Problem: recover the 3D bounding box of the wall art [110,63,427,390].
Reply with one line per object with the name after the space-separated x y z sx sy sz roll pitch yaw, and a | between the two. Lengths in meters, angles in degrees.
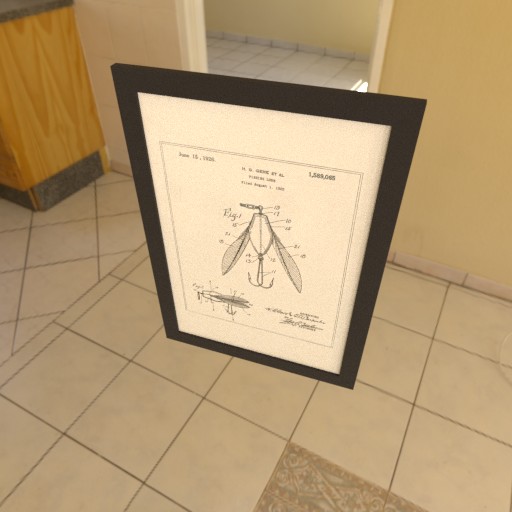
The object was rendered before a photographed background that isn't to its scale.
0.000 0.000 0.687 0.380 0.534 0.013 12 42 14 | wall art
